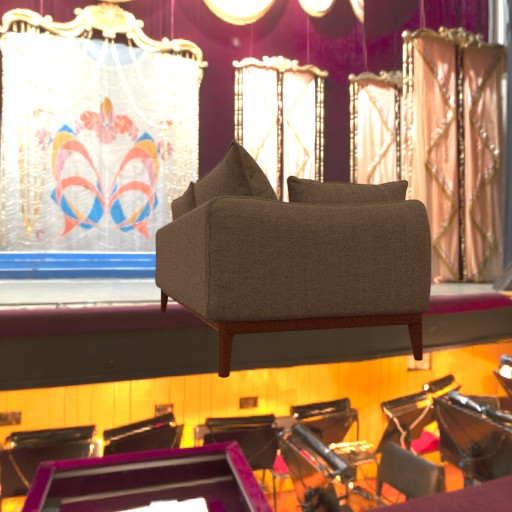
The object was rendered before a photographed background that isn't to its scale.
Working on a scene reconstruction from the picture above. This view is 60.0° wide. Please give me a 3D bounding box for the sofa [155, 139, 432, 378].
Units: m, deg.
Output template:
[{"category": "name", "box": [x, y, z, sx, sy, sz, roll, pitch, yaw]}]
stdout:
[{"category": "sofa", "box": [0.000, 0.000, 2.568, 0.972, 0.851, 1.989, 0, 0, -18]}]
